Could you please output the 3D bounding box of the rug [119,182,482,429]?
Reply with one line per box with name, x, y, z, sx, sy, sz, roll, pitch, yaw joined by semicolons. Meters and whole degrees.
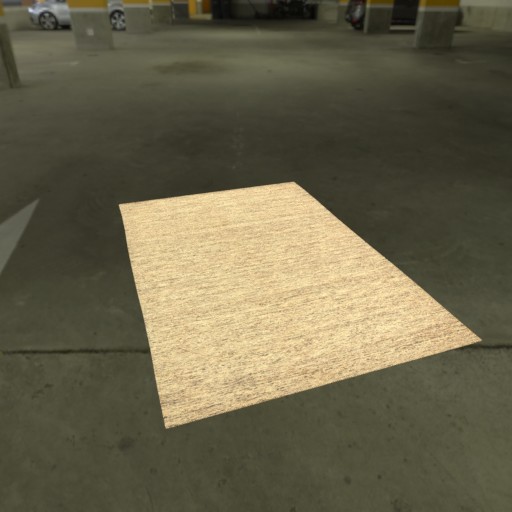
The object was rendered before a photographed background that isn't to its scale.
rug;0.000;0.000;2.872;1.547;0.013;2.283;-10;32;-17
